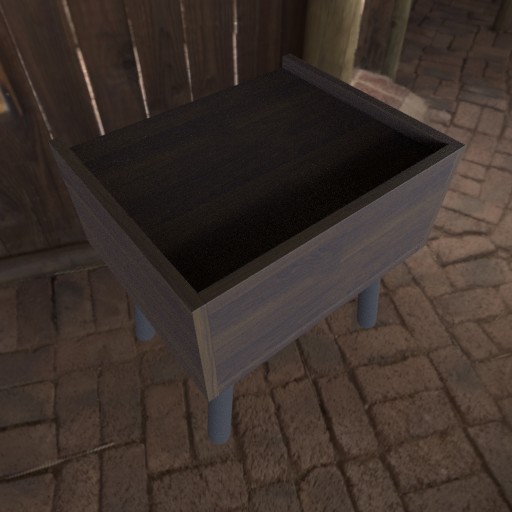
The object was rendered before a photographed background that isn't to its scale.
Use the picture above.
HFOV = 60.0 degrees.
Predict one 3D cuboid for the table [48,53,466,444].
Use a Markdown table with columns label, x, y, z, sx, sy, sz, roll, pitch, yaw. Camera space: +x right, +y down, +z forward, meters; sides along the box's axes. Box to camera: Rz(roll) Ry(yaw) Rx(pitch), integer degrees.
| label | x | y | z | sx | sy | sz | roll | pitch | yaw |
| --- | --- | --- | --- | --- | --- | --- | --- | --- | --- |
| table | 0.000 | 0.000 | 0.791 | 0.450 | 0.470 | 0.370 | -31 | 55 | -25 |
